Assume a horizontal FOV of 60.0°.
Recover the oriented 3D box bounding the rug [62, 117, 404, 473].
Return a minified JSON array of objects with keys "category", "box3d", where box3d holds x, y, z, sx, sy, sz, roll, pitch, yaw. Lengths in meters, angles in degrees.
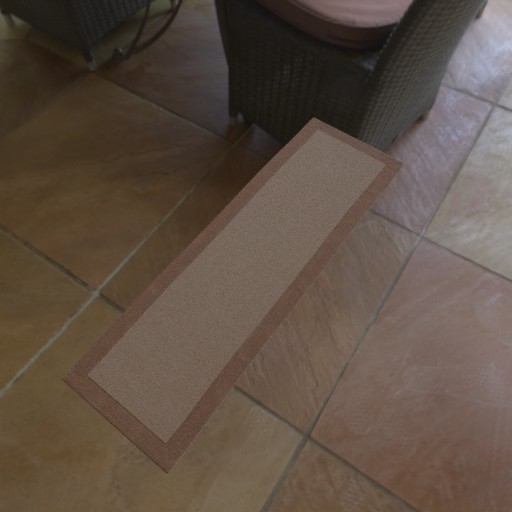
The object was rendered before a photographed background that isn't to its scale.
[{"category":"rug","box3d":[0.000,0.000,2.711,0.767,0.012,2.430,33,65,17]}]
